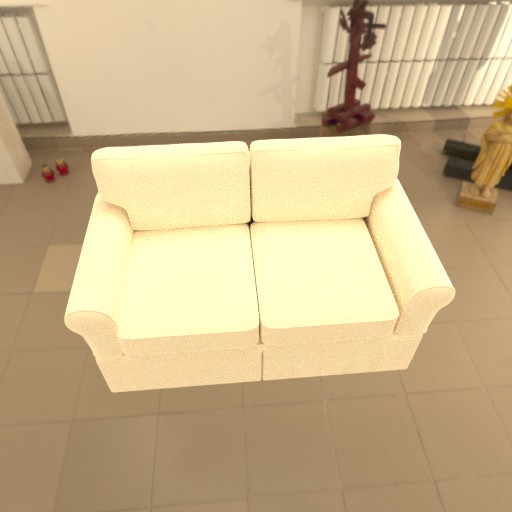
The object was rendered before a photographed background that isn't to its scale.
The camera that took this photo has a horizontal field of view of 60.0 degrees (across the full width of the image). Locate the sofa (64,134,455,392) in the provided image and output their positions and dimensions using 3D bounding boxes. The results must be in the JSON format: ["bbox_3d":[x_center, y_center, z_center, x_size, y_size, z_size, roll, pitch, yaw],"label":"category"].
[{"bbox_3d":[0.000,0.000,2.349,1.727,0.940,0.991,-4,46,-3],"label":"sofa"}]
